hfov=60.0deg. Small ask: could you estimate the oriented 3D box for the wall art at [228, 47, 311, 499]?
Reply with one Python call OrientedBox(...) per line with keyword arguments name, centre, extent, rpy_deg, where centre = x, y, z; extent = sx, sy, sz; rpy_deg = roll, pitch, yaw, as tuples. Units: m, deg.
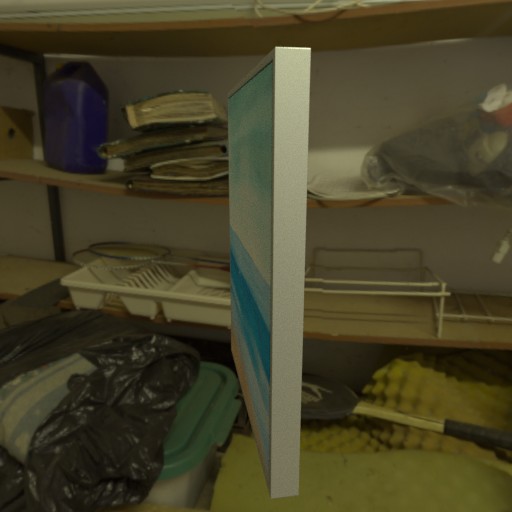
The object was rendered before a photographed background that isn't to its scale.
OrientedBox(name="wall art", centre=(0.000, 0.000, 0.735), extent=(0.039, 0.553, 0.445), rpy_deg=(-2, 14, -9))
